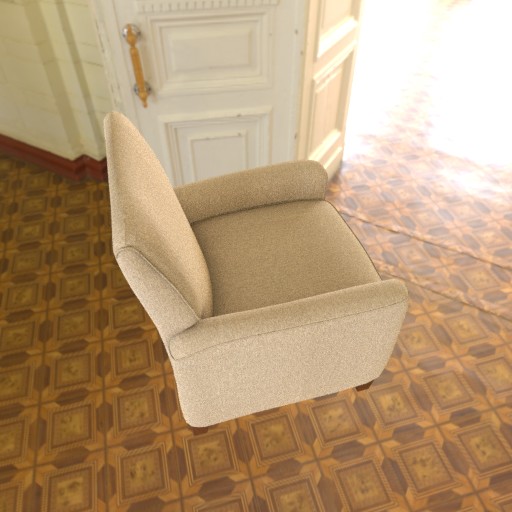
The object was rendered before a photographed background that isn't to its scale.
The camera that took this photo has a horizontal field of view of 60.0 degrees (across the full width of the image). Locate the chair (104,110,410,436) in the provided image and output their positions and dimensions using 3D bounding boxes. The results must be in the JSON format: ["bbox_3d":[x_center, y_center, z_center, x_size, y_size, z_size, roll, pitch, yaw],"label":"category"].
[{"bbox_3d":[0.000,0.000,1.627,0.864,1.014,0.848,-11,46,-11],"label":"chair"}]
